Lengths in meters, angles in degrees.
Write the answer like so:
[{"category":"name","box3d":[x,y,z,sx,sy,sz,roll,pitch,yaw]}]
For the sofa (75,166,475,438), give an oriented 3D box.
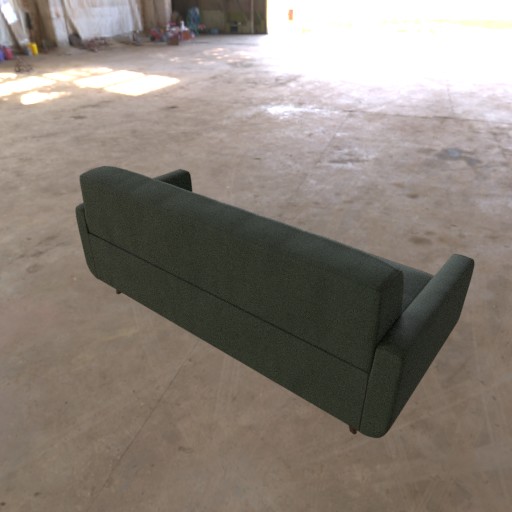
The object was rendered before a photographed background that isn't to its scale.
[{"category":"sofa","box3d":[0.000,0.000,2.446,2.029,0.841,0.909,22,37,32]}]
